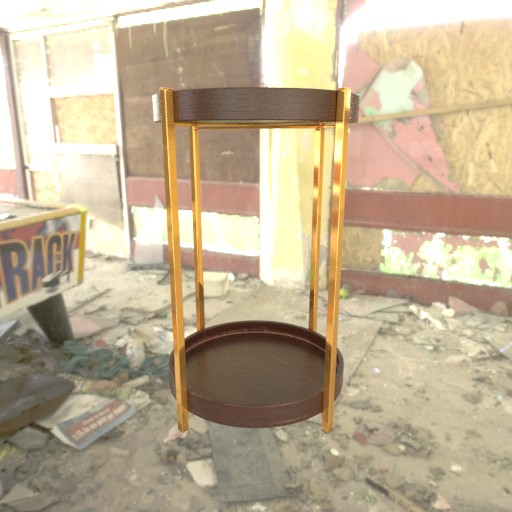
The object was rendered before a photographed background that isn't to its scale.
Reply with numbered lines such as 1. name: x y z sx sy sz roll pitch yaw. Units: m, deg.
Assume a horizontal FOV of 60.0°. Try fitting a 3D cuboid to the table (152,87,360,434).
1. table: 0.000 0.000 0.890 0.400 0.610 0.400 -15 21 -42
